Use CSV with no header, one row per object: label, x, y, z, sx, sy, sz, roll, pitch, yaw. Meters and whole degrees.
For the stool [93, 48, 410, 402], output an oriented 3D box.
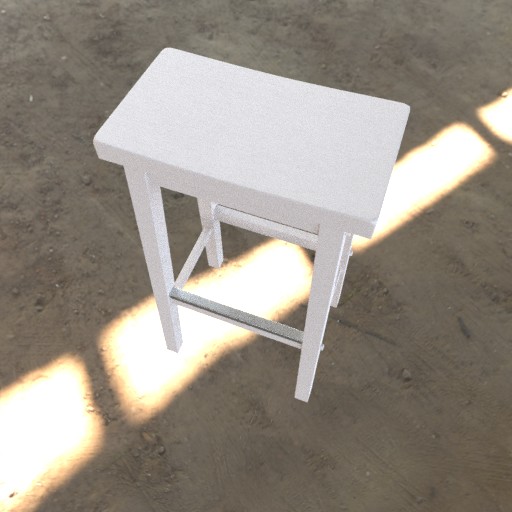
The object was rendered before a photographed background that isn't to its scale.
stool,0.000,0.000,0.952,0.406,0.742,0.322,18,60,11
